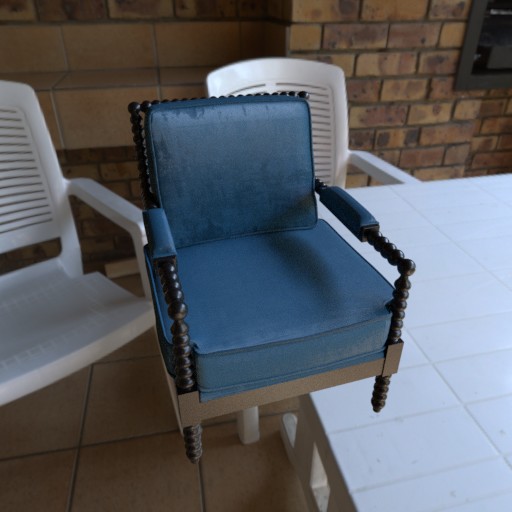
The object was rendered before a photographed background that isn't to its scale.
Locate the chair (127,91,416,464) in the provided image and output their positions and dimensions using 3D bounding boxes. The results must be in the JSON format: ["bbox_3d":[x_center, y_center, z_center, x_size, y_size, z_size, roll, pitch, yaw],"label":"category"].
[{"bbox_3d":[0.000,0.000,1.422,0.688,0.857,0.805,-9,32,-15],"label":"chair"}]
